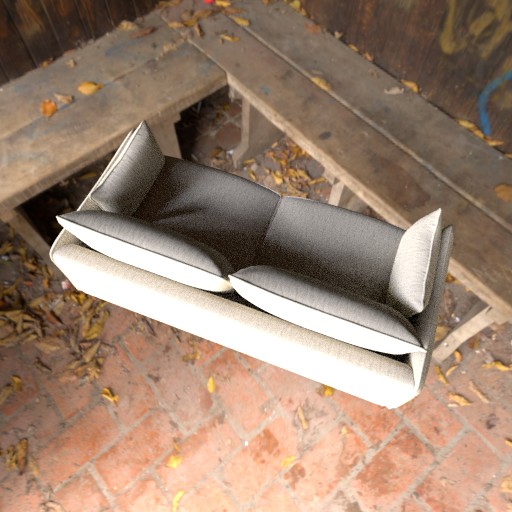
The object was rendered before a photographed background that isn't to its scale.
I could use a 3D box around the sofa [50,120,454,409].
[{"bbox_3d":[0.000,0.000,2.499,1.989,0.860,0.991,19,64,10],"label":"sofa"}]
